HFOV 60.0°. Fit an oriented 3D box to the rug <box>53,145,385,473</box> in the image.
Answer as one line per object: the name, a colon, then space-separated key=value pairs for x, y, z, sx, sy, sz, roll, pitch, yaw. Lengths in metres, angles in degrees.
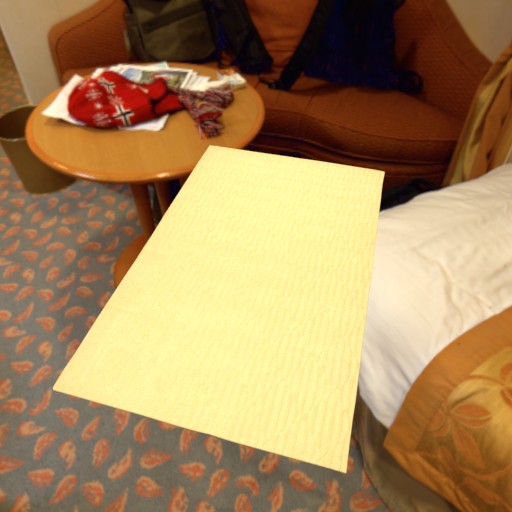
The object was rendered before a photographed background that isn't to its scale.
rug: x=0.000 y=0.000 z=2.972 sx=1.531 sy=0.014 sz=2.441 roll=11 pitch=47 yaw=11
